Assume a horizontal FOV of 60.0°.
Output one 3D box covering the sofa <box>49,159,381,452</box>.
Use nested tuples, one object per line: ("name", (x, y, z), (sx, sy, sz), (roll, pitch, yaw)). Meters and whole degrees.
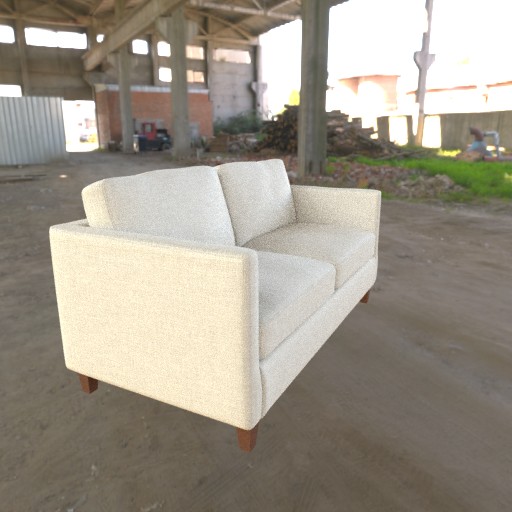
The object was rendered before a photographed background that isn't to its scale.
("sofa", (0.000, 0.000, 2.405), (0.950, 0.963, 1.838), (8, 17, 27))
